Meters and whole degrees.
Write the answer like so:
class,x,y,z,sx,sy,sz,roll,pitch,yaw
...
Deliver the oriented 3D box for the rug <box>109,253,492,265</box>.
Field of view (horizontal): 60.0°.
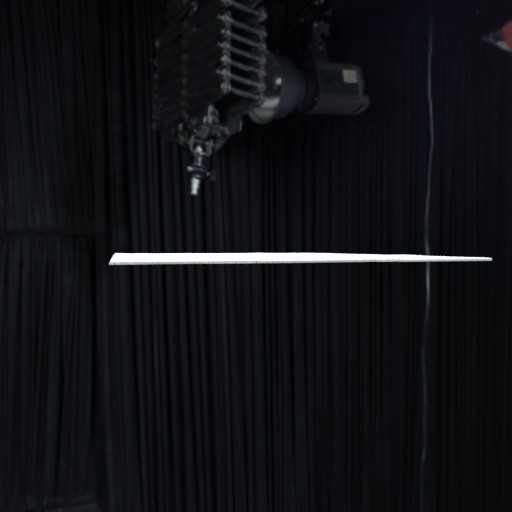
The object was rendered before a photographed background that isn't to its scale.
class,x,y,z,sx,sy,sz,roll,pitch,yaw
rug,0.000,0.000,0.890,0.548,0.006,0.639,0,1,-17
